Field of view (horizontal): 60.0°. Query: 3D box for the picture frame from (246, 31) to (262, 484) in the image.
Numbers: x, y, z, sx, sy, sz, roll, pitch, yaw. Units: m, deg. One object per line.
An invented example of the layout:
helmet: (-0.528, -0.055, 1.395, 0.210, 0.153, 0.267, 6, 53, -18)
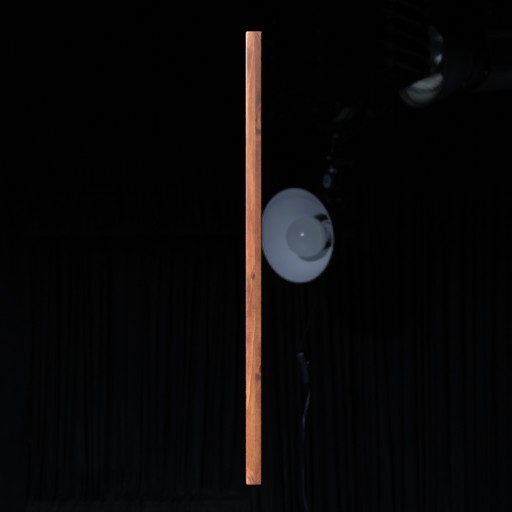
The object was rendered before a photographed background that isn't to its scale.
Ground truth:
picture frame: (0.000, 0.000, 1.202, 0.029, 0.817, 0.810, 0, 1, 0)
